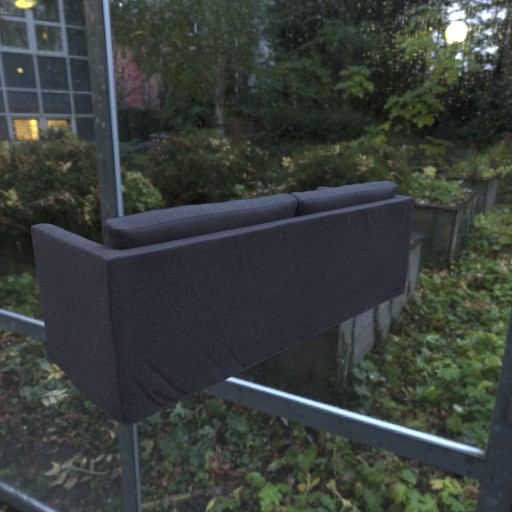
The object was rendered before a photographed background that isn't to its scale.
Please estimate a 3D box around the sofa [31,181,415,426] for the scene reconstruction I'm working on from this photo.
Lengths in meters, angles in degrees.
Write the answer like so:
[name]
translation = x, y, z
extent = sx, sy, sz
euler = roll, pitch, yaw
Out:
[sofa]
translation = 0.000, 0.000, 3.253
extent = 2.779, 0.998, 1.036
euler = -14, 21, -42
